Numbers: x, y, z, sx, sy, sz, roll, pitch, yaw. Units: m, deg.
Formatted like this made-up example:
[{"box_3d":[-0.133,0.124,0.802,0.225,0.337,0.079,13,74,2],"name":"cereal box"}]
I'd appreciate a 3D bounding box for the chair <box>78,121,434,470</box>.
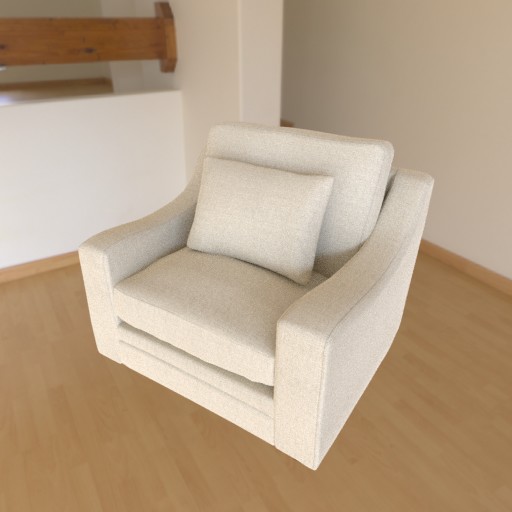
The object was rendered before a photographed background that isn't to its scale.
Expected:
[{"box_3d":[0.000,0.000,1.955,1.178,1.016,1.009,17,33,29],"name":"chair"}]
